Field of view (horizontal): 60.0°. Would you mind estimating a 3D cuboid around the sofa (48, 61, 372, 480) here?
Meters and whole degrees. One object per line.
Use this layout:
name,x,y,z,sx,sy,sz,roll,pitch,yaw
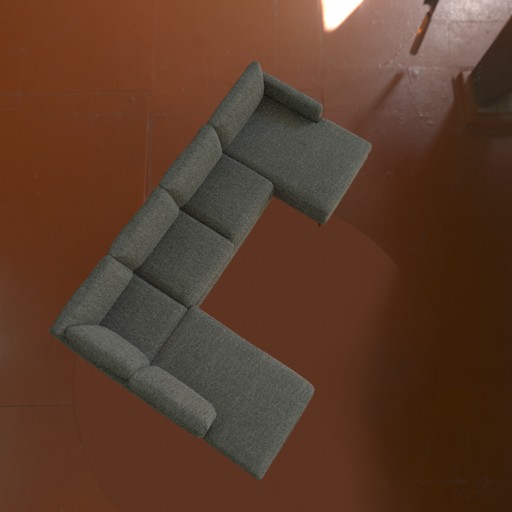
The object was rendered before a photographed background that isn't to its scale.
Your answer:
sofa,0.000,0.000,3.529,1.879,0.756,2.737,32,78,8
